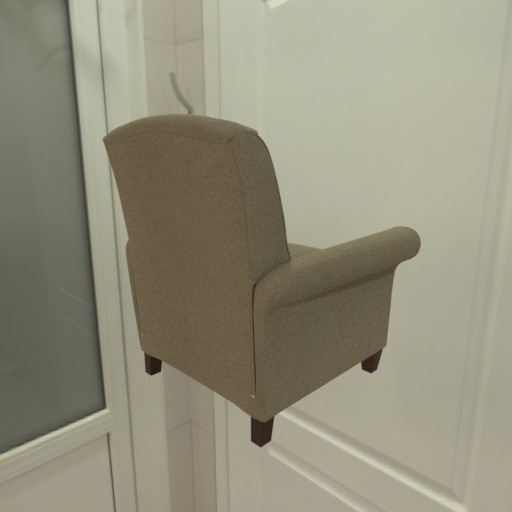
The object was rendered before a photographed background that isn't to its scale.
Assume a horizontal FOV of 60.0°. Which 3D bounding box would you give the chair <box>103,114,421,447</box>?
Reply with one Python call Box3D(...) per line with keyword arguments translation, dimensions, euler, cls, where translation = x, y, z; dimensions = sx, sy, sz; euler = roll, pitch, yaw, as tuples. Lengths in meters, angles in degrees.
Box3D(translation=(0.000, 0.000, 1.804), dimensions=(0.905, 1.061, 0.978), euler=(-14, 19, -43), cls="chair")
